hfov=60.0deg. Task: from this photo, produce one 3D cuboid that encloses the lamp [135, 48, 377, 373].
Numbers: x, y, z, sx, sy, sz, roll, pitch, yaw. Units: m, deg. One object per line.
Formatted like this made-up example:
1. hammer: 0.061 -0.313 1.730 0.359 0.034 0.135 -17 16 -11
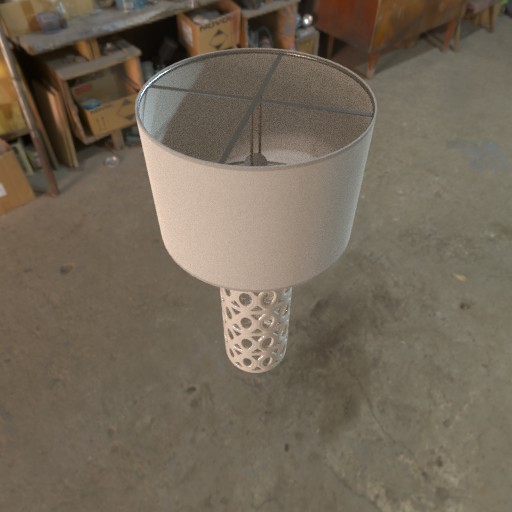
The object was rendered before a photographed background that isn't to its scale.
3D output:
1. lamp: 0.000 0.000 0.837 0.324 0.636 0.325 11 48 10
